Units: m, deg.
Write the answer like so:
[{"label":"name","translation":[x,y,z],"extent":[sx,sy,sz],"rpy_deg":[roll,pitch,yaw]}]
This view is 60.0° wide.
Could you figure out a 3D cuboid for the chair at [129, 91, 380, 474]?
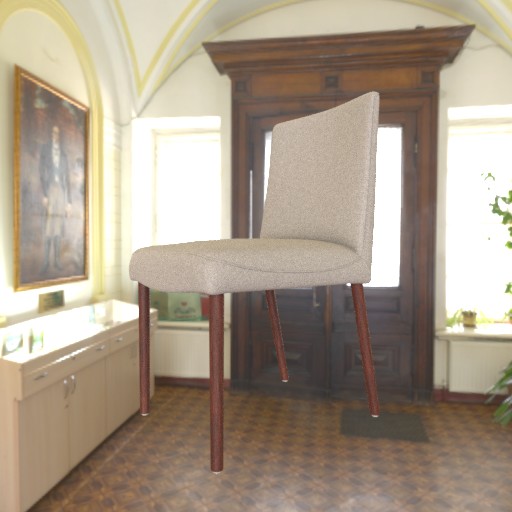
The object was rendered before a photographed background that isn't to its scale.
[{"label":"chair","translation":[0.000,0.000,1.176],"extent":[0.570,0.859,0.456],"rpy_deg":[-1,2,-36]}]
